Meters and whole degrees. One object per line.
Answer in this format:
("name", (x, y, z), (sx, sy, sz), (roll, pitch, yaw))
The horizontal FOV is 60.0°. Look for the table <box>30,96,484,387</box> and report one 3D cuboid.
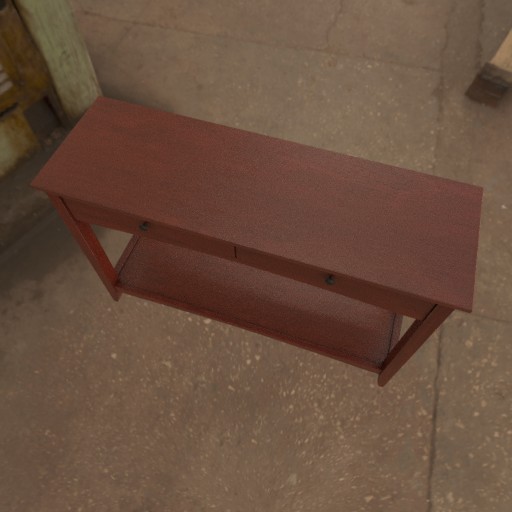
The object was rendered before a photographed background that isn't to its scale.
("table", (0.000, 0.000, 1.531), (1.188, 0.739, 0.392), (16, 60, 9))
